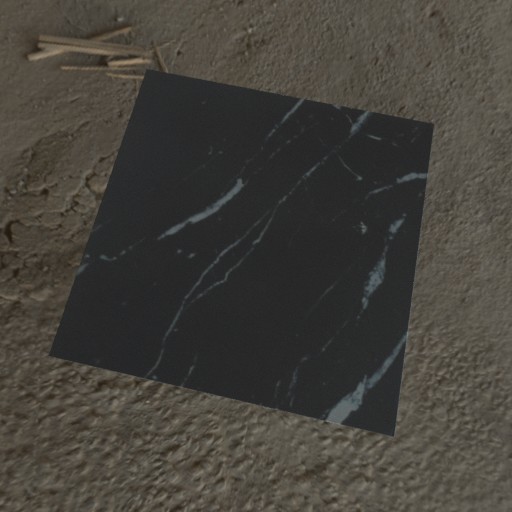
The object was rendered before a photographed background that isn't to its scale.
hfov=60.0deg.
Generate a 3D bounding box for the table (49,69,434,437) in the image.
[{"bbox_3d":[0.000,0.000,1.318,0.800,0.450,0.800,12,74,3],"label":"table"}]
